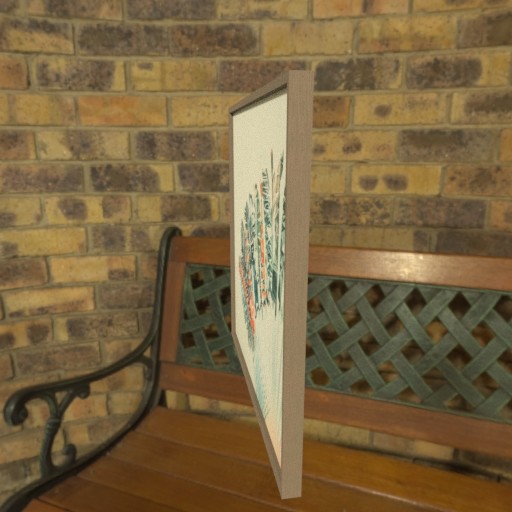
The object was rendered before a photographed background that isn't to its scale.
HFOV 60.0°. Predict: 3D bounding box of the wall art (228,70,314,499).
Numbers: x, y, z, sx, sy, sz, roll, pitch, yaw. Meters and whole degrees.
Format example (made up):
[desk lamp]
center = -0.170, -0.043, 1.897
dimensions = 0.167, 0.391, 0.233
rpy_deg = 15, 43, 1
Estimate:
[wall art]
center = 0.000, 0.000, 1.112
dimensions = 0.038, 0.758, 0.761
rpy_deg = -3, 15, -10
